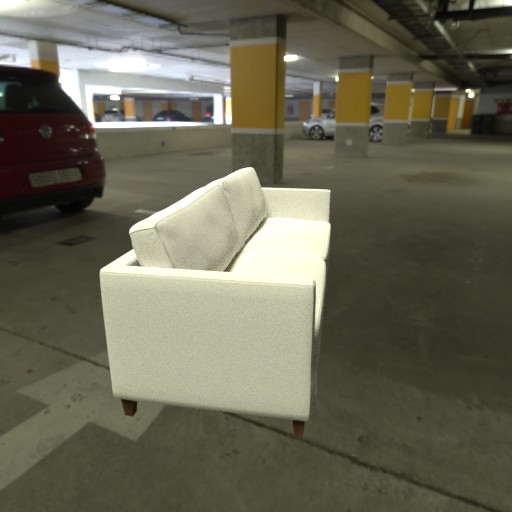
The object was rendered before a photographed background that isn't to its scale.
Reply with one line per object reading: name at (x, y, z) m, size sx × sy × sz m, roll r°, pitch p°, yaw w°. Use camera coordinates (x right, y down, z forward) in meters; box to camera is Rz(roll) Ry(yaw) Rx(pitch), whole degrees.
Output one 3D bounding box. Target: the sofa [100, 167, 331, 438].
sofa at (0.000, 0.000, 2.960) m, size 0.951 × 0.962 × 2.361 m, roll 3°, pitch 18°, yaw 10°
